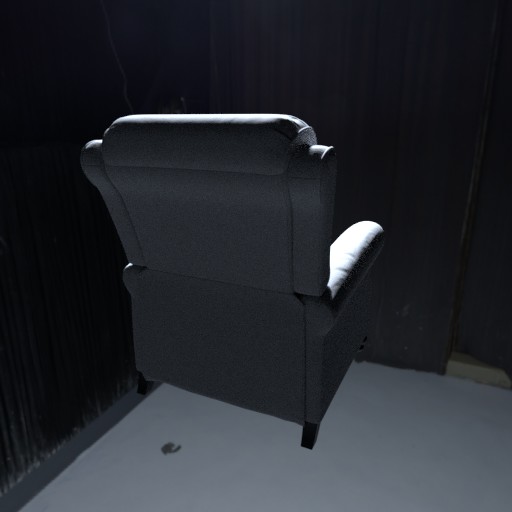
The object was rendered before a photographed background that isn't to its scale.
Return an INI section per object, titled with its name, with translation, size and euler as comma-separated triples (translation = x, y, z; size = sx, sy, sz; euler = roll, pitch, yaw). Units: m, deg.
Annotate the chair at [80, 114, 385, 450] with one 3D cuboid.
[chair]
translation = 0.000, 0.000, 1.728
size = 0.859, 1.046, 0.919
euler = 8, 19, 25
